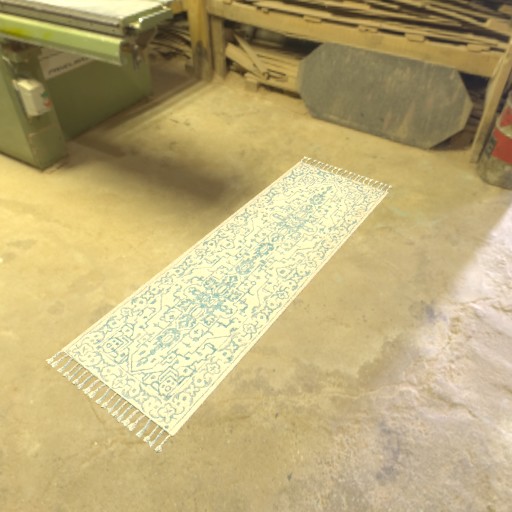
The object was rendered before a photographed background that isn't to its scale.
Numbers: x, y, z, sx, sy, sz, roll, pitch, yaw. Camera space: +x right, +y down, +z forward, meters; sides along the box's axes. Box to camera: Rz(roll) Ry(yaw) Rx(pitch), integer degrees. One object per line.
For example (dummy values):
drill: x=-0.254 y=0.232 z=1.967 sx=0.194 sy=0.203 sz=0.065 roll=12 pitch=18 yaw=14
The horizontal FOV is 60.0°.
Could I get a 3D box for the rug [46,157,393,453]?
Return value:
rug: x=0.000 y=0.000 z=2.726 sx=0.774 sy=0.011 sz=2.449 roll=26 pitch=48 yaw=26
